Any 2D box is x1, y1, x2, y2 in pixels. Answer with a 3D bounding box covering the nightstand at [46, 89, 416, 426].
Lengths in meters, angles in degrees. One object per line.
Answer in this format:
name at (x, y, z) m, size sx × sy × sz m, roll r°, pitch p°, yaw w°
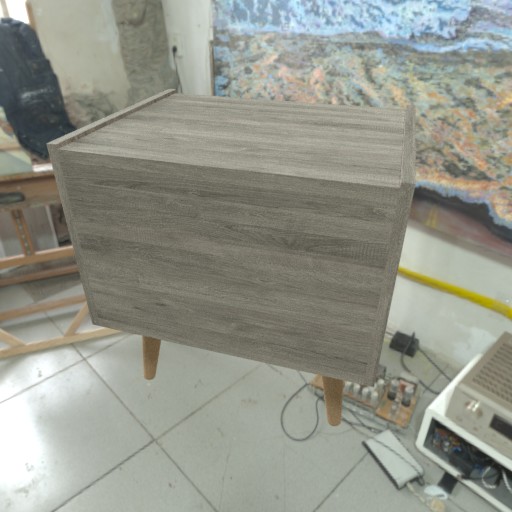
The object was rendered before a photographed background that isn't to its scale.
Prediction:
nightstand at (0.000, 0.000, 0.830) m, size 0.480 × 0.500 × 0.380 m, roll 9°, pitch 33°, yaw 14°
